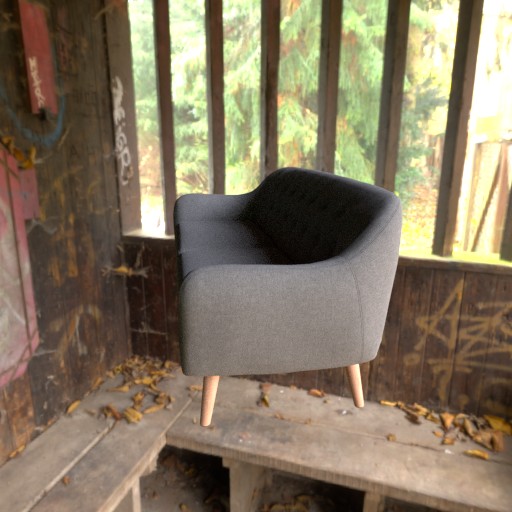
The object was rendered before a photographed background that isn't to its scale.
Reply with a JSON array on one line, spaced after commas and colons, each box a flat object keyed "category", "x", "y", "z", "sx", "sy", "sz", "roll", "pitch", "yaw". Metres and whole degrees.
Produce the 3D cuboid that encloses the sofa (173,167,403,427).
[{"category": "sofa", "x": 0.000, "y": 0.000, "z": 2.258, "sx": 0.820, "sy": 0.820, "sz": 1.840, "roll": -3, "pitch": 15, "yaw": -10}]
